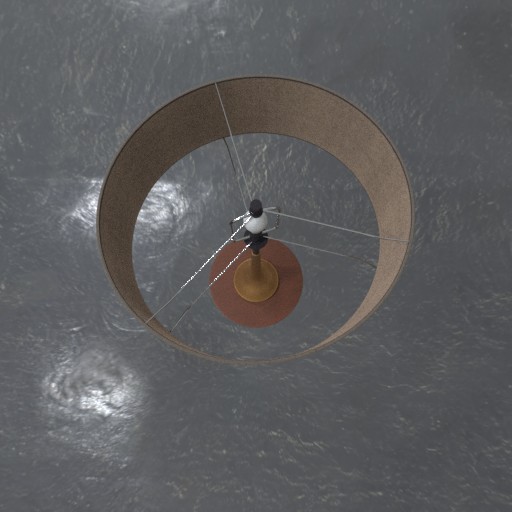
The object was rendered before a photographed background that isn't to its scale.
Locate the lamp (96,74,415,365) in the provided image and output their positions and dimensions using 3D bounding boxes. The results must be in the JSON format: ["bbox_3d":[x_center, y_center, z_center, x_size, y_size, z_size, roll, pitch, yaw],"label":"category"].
[{"bbox_3d":[0.000,0.000,0.834,0.417,0.551,0.396,-18,77,-4],"label":"lamp"}]
